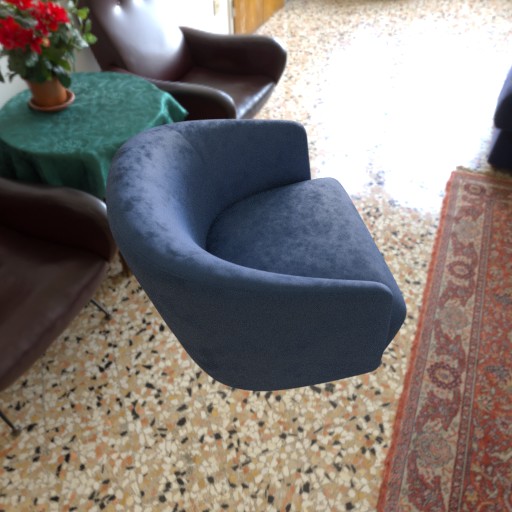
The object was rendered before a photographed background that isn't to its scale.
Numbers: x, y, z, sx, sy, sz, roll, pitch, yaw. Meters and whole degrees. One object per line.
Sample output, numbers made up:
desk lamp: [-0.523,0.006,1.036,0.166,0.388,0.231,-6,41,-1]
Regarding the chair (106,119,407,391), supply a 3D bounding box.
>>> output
chair: [0.000,0.000,1.388,0.767,0.698,0.773,-8,47,-8]
